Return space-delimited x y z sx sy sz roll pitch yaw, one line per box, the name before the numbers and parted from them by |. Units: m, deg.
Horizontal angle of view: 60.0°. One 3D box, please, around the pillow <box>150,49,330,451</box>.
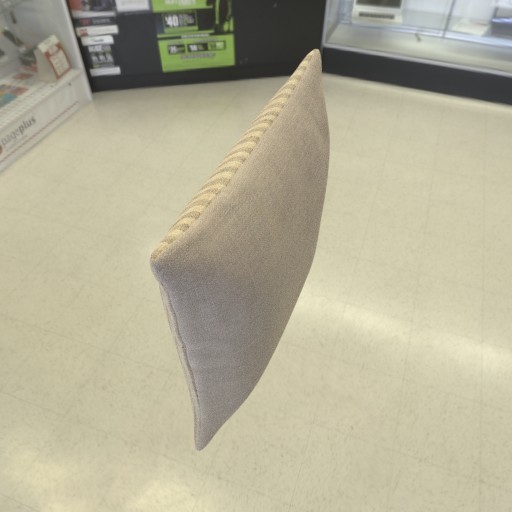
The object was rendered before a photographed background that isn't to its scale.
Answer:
pillow | 0.000 0.000 0.760 0.166 0.510 0.523 17 49 15
